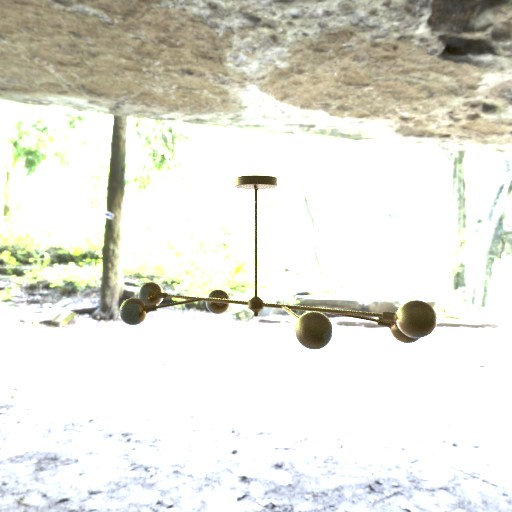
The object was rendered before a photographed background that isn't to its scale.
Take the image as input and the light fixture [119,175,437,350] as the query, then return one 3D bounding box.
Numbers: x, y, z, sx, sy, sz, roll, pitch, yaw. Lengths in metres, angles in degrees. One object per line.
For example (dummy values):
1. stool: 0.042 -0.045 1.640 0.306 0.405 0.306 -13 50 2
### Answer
1. light fixture: 0.000 0.000 1.035 0.434 0.362 0.778 -1 1 -38
